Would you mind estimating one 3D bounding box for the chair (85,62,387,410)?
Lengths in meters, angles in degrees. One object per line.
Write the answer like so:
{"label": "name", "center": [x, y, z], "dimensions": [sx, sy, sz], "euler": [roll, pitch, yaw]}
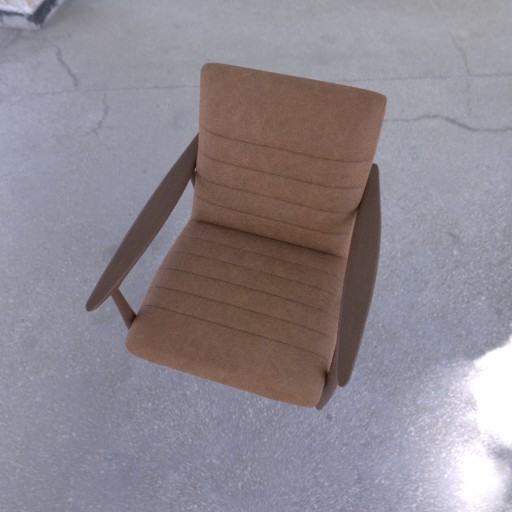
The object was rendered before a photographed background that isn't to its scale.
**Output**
{"label": "chair", "center": [0.000, 0.000, 1.445], "dimensions": [0.741, 0.832, 0.798], "euler": [15, 59, 9]}
